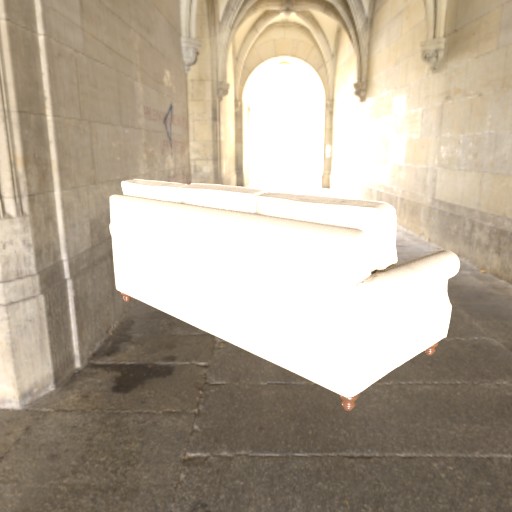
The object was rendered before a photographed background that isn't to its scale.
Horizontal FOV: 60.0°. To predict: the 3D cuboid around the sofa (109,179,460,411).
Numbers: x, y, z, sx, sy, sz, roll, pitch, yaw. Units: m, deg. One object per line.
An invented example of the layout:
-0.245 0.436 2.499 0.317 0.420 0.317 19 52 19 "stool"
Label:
0.000 0.000 2.896 0.966 0.948 2.354 -13 18 -42 "sofa"
